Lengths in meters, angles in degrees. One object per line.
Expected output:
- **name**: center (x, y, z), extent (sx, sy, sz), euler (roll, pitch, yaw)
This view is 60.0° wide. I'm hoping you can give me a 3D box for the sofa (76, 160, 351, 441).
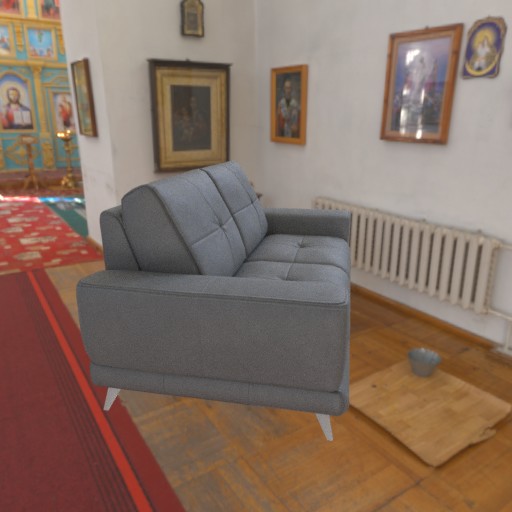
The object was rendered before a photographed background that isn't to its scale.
- **sofa**: center (0.000, 0.000, 2.368), extent (1.018, 0.907, 1.806), euler (3, 16, 11)
